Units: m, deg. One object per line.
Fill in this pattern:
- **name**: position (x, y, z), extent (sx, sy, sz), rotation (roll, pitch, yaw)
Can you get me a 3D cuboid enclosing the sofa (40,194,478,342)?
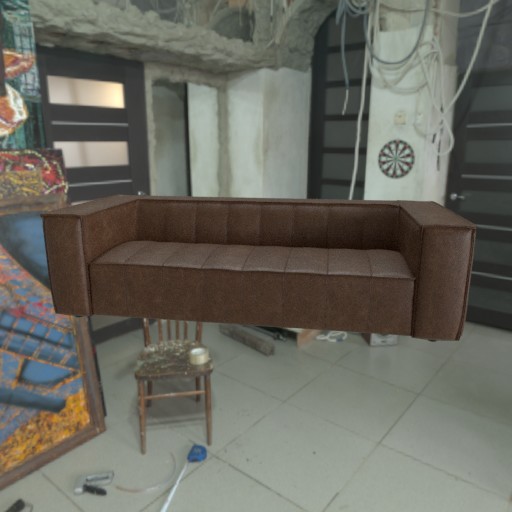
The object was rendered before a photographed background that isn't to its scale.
- **sofa**: position (0.000, 0.000, 3.097), extent (2.581, 0.701, 1.102), rotation (2, 15, 9)
